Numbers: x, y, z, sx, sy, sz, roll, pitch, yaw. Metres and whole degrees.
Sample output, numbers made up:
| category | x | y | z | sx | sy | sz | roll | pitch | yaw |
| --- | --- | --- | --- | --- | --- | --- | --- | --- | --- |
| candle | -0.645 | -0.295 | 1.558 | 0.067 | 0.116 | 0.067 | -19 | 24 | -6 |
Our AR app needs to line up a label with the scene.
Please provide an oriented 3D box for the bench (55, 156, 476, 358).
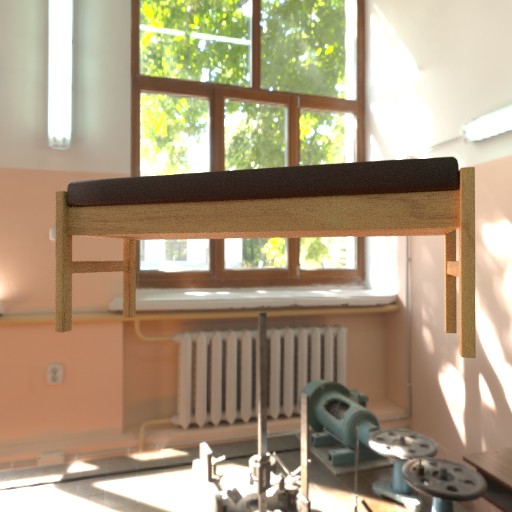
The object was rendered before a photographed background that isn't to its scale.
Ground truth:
| category | x | y | z | sx | sy | sz | roll | pitch | yaw |
| --- | --- | --- | --- | --- | --- | --- | --- | --- | --- |
| bench | 0.000 | 0.000 | 1.405 | 1.200 | 0.480 | 0.405 | 0 | 0 | 18 |
